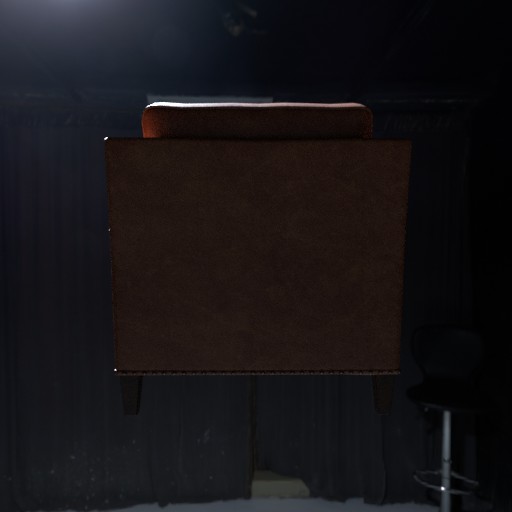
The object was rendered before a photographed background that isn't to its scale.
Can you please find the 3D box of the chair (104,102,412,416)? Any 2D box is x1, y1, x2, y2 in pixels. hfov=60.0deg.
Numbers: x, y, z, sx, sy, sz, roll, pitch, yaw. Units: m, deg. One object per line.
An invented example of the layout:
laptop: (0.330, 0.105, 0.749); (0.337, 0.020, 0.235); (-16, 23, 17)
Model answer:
chair: (0.000, 0.000, 1.714); (0.853, 0.943, 1.014); (0, 1, -1)
